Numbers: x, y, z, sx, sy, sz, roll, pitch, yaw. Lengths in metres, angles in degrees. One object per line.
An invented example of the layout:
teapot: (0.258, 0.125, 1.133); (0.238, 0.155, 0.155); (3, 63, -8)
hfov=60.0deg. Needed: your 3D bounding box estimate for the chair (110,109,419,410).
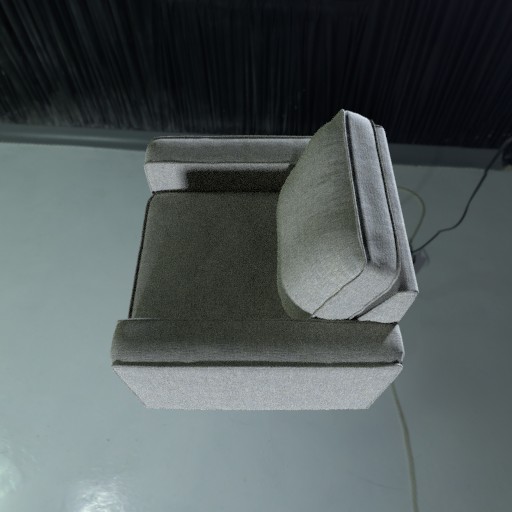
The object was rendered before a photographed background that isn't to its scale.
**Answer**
chair: (0.000, 0.000, 1.735); (0.940, 0.914, 1.016); (0, 58, 0)
